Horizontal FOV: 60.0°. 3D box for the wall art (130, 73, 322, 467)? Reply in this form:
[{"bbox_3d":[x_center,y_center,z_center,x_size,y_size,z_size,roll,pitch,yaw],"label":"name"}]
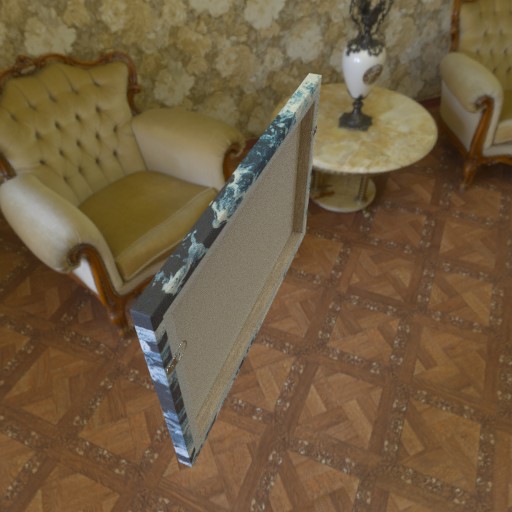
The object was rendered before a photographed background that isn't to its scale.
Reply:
[{"bbox_3d":[0.000,0.000,1.173,0.042,0.610,0.915,16,47,15],"label":"wall art"}]
